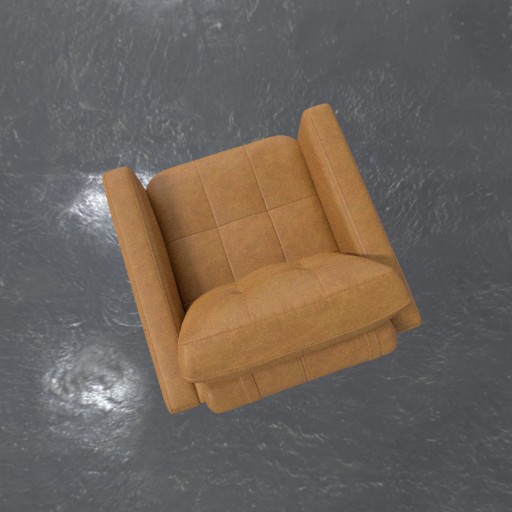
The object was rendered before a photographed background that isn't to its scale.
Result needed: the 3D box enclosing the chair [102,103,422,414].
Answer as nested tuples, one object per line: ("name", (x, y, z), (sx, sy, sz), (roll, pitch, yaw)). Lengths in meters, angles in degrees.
("chair", (0.000, 0.000, 1.523), (0.831, 0.896, 0.868), (-19, 78, -4))
